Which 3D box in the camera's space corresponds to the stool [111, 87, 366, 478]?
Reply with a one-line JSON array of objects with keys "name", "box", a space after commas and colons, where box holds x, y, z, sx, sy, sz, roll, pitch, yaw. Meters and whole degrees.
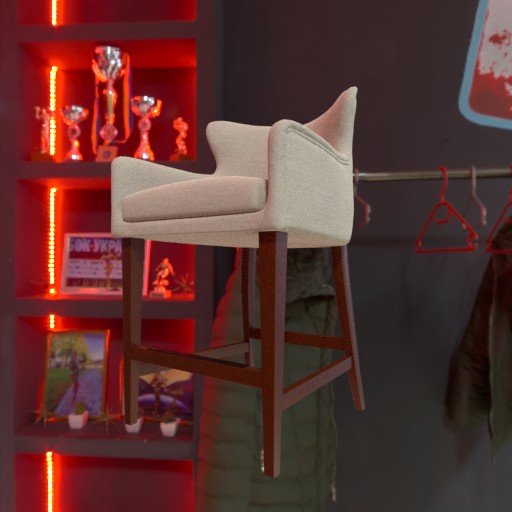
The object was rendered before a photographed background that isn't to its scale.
[{"name": "stool", "box": [0.000, 0.000, 1.363, 0.615, 0.987, 0.637, 0, 0, 37]}]
